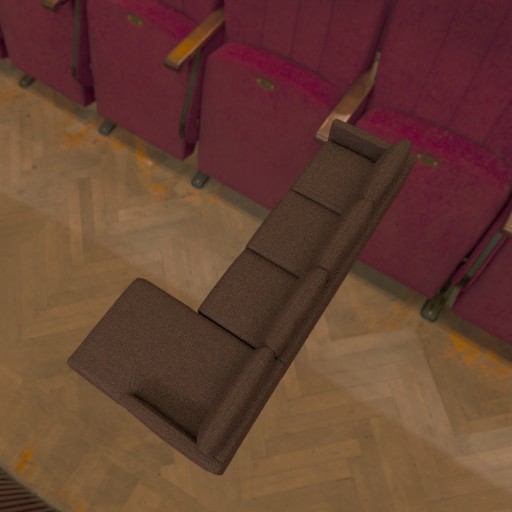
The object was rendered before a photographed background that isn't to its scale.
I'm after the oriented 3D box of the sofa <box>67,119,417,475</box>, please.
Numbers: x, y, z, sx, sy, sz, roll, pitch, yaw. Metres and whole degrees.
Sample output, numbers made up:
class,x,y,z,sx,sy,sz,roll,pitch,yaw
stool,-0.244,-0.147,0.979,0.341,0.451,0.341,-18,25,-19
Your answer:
class,x,y,z,sx,sy,sz,roll,pitch,yaw
sofa,0.000,0.000,3.863,1.483,0.892,3.221,31,68,14
